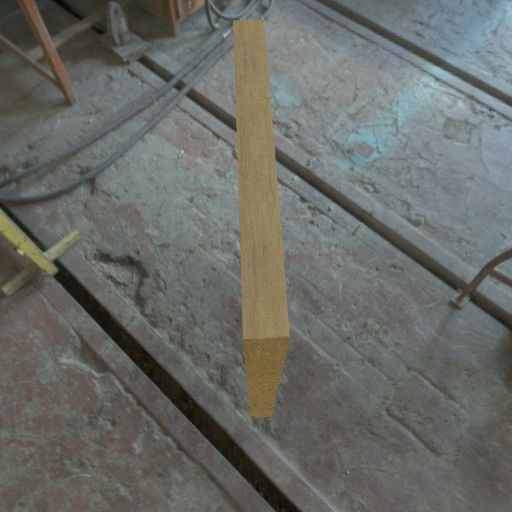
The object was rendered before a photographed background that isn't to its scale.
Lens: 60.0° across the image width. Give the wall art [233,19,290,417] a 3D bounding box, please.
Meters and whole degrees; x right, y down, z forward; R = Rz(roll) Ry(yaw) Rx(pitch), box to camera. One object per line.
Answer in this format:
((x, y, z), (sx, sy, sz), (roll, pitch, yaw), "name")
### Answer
((0.000, 0.000, 0.520), (0.030, 0.380, 0.312), (-2, 63, -1), "wall art")
